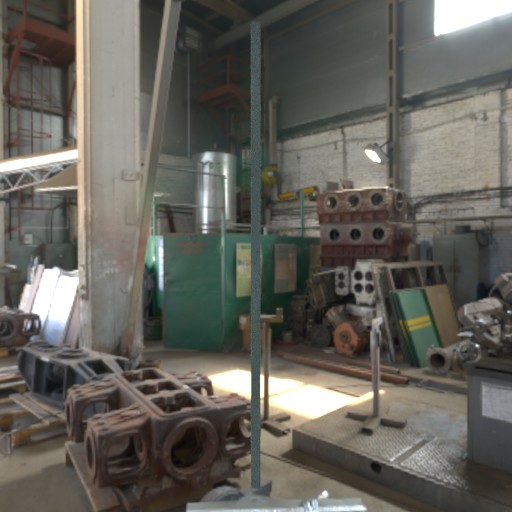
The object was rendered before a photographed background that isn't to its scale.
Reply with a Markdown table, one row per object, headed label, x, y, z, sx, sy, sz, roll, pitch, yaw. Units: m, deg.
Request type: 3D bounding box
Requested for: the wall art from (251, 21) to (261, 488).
| label | x | y | z | sx | sy | sz | roll | pitch | yaw |
| --- | --- | --- | --- | --- | --- | --- | --- | --- | --- |
| wall art | 0.000 | 0.000 | 1.321 | 0.025 | 1.219 | 0.329 | 0 | 1 | 0 |
